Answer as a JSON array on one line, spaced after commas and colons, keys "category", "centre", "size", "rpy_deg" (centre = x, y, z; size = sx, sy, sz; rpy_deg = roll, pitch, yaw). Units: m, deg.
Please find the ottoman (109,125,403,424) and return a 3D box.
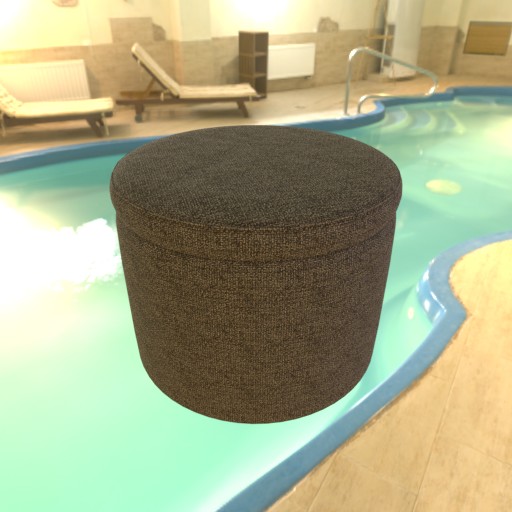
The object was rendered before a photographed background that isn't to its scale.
[{"category": "ottoman", "centre": [0.000, 0.000, 0.903], "size": [0.520, 0.430, 0.520], "rpy_deg": [0, 31, 0]}]
